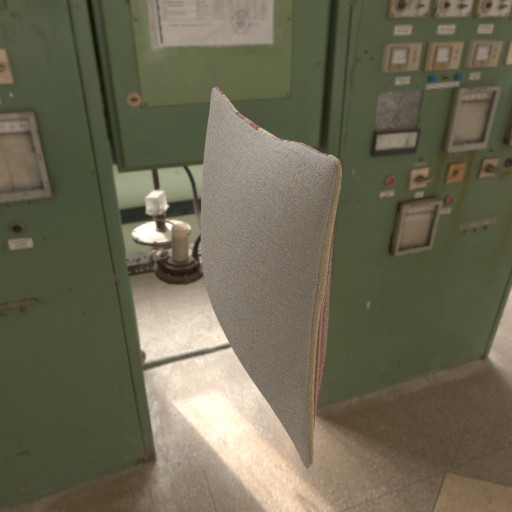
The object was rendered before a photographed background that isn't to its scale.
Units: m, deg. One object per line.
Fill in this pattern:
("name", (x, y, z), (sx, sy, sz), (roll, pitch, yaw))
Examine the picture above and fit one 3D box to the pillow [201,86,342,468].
("pillow", (0.000, 0.000, 0.659), (0.136, 0.419, 0.437), (-10, 31, -17))
